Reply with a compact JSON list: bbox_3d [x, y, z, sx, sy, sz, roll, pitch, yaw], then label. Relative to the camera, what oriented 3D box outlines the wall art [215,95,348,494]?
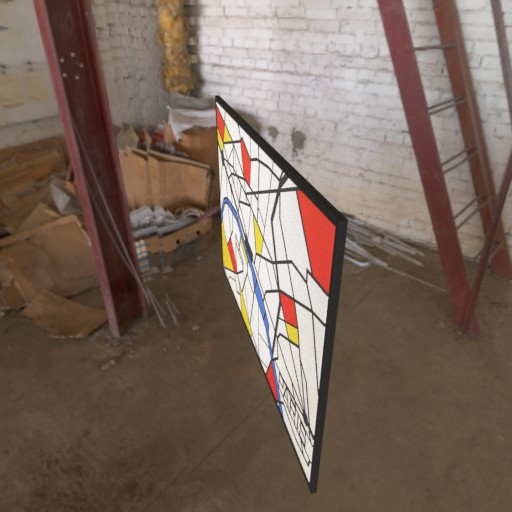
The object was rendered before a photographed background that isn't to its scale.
[{"bbox_3d":[0.000,0.000,1.207,0.013,0.665,0.963,-8,31,-13],"label":"wall art"}]
